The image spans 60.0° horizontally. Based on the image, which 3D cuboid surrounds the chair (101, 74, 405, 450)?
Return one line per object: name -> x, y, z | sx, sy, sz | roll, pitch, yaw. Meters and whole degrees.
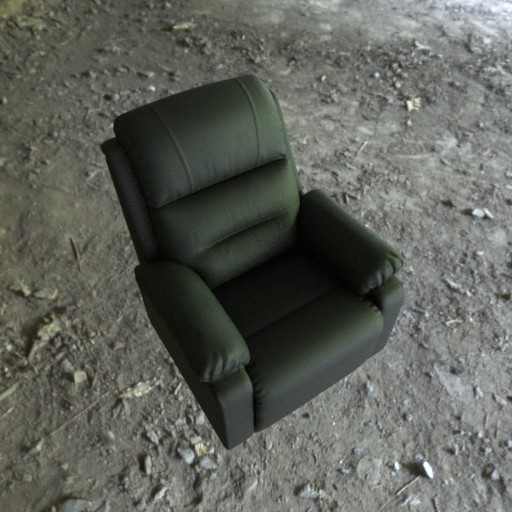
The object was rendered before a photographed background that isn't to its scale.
chair -> 0.000, 0.000, 1.664 | 0.855, 0.992, 0.919 | -26, 53, -22
